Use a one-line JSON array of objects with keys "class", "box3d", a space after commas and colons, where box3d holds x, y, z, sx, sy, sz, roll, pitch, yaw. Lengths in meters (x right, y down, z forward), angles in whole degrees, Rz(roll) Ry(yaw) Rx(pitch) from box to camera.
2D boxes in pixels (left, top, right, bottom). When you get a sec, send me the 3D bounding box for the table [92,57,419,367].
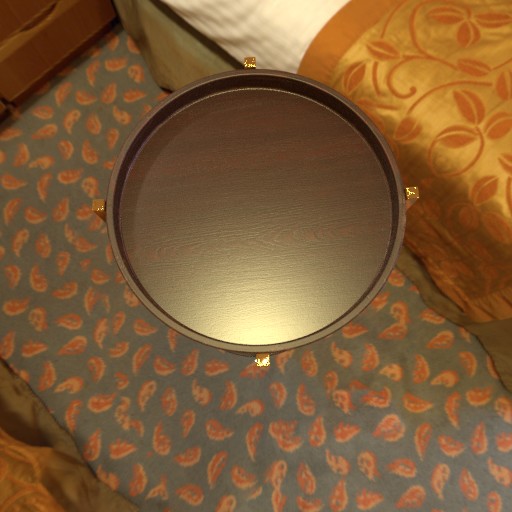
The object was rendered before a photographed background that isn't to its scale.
[{"class": "table", "box3d": [0.000, 0.000, 0.839, 0.400, 0.610, 0.400, -2, 77, -1]}]
